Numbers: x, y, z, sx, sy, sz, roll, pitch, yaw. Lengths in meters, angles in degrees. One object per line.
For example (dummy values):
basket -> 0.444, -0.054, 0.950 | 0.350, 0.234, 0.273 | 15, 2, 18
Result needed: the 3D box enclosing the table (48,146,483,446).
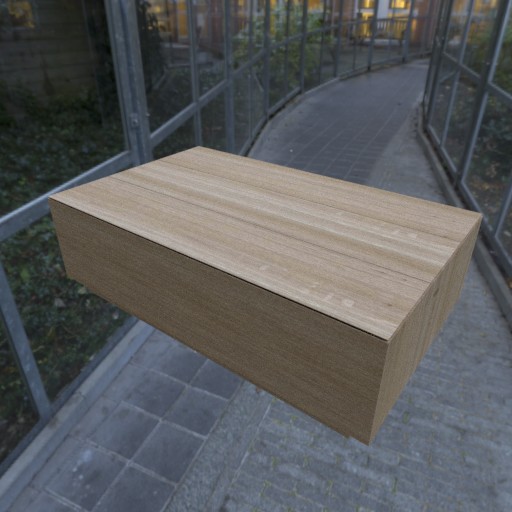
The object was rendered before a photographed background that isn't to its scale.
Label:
table -> 0.000, 0.000, 1.406 | 1.110, 0.353, 0.678 | 21, 36, 31
